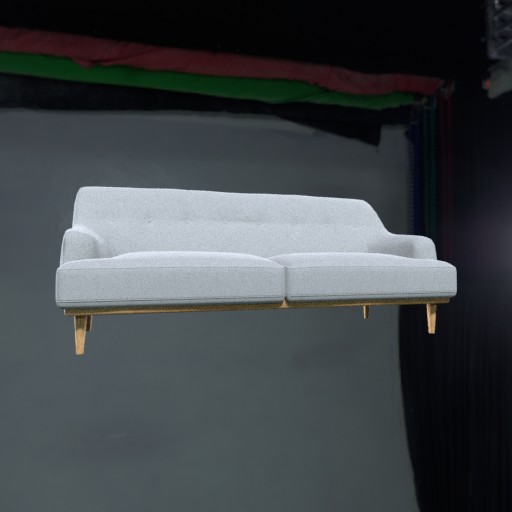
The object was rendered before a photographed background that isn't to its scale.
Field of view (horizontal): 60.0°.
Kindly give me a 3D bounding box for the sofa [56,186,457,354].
[{"bbox_3d":[0.000,0.000,2.586,2.057,0.871,0.978,0,-1,-18],"label":"sofa"}]
